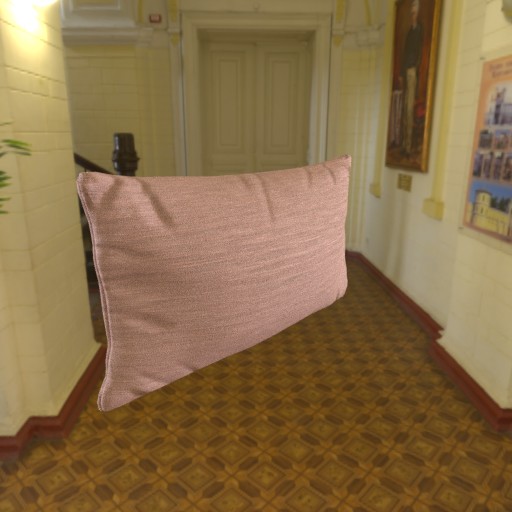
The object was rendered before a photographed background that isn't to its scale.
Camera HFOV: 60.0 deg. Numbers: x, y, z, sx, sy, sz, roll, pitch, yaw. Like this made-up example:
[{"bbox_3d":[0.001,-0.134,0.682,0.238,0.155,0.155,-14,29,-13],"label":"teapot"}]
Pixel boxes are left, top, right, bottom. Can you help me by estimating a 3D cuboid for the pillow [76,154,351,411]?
[{"bbox_3d":[0.000,0.000,0.802,0.210,0.338,0.633,14,21,41],"label":"pillow"}]
